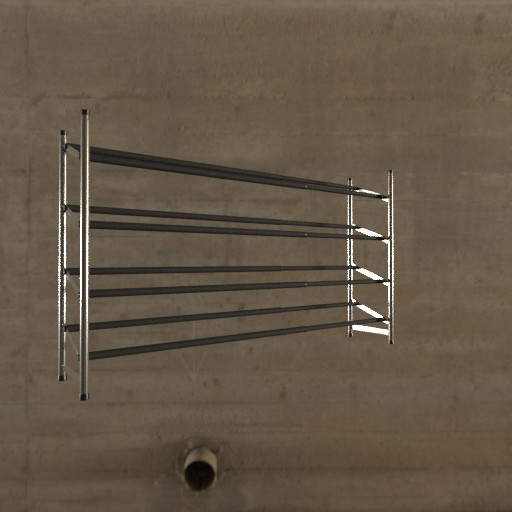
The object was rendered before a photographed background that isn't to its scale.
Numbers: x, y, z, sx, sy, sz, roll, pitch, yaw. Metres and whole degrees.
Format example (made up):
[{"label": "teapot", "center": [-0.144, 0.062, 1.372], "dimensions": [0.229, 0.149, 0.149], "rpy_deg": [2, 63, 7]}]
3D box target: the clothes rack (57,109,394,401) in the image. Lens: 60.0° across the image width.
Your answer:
[{"label": "clothes rack", "center": [0.000, 0.000, 1.453], "dimensions": [1.168, 0.672, 0.229], "rpy_deg": [0, -1, -37]}]
